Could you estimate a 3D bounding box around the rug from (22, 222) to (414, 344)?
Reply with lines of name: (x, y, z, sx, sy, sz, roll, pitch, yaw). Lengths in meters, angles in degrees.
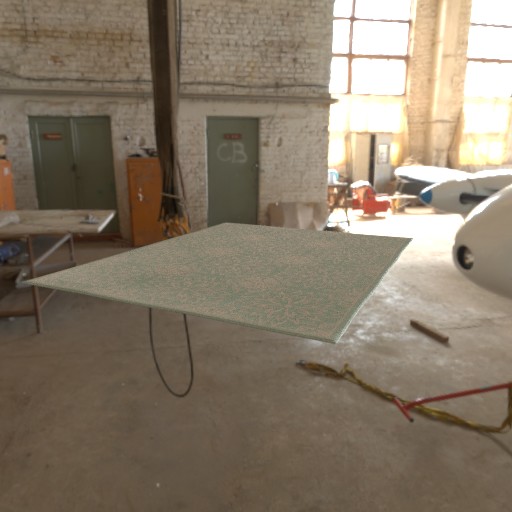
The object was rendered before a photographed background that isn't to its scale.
rug: (0.000, 0.000, 4.035, 2.363, 0.012, 2.980, 7, 15, 25)
